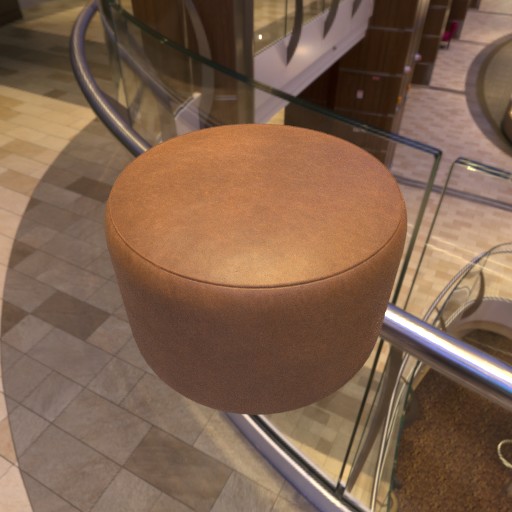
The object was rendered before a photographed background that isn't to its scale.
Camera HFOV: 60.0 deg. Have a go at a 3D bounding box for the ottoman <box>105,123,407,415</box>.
[{"bbox_3d":[0.000,0.000,1.006,0.607,0.438,0.607,0,41,0],"label":"ottoman"}]
